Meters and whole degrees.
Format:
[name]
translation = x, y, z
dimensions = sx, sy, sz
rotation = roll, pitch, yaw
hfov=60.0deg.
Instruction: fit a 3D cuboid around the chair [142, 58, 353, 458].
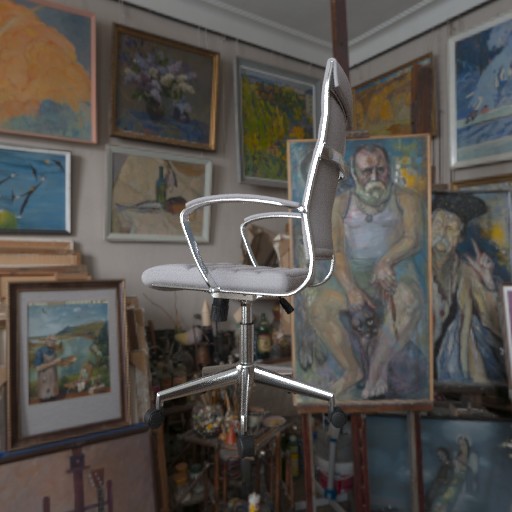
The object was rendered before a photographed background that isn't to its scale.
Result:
[chair]
translation = 0.000, 0.000, 1.578
dimensions = 0.667, 1.149, 0.679
rotation = 0, 0, 18
